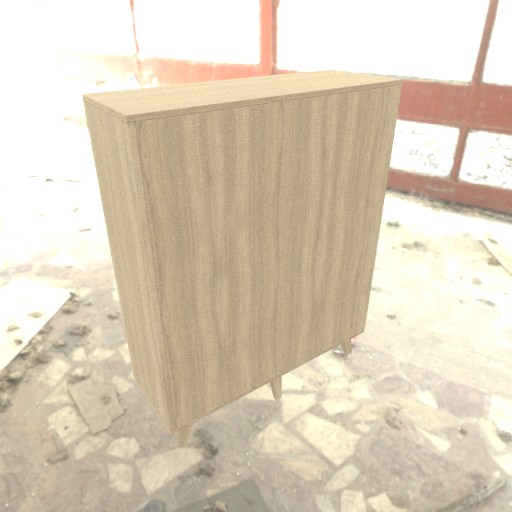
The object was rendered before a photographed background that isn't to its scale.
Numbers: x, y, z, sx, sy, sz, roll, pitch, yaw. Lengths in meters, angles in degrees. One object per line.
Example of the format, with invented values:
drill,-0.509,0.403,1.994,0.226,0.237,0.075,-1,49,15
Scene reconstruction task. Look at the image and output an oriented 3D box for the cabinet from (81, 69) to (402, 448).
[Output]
cabinet,0.000,0.000,1.919,1.111,1.388,0.398,-19,35,-30
